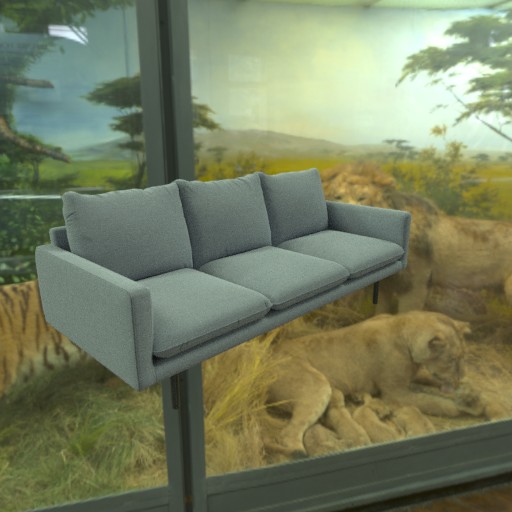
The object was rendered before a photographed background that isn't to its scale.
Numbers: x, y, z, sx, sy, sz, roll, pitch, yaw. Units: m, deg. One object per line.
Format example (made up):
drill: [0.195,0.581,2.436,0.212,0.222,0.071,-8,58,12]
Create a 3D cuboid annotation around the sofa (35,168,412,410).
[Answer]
sofa: [0.000,0.000,2.434,0.850,0.830,2.000,16,22,42]
